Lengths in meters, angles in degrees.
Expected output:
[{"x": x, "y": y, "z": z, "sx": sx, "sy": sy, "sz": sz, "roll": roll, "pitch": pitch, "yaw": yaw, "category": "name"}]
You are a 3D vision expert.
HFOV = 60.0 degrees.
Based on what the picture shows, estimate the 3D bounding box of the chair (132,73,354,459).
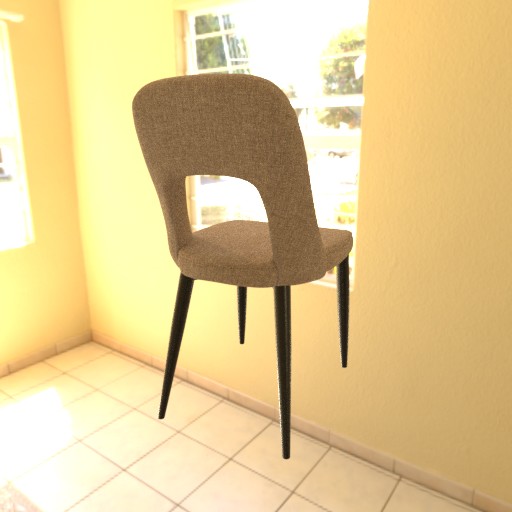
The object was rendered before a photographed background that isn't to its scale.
[{"x": 0.000, "y": 0.000, "z": 1.299, "sx": 0.470, "sy": 0.931, "sz": 0.612, "roll": 7, "pitch": 17, "yaw": 25, "category": "chair"}]
